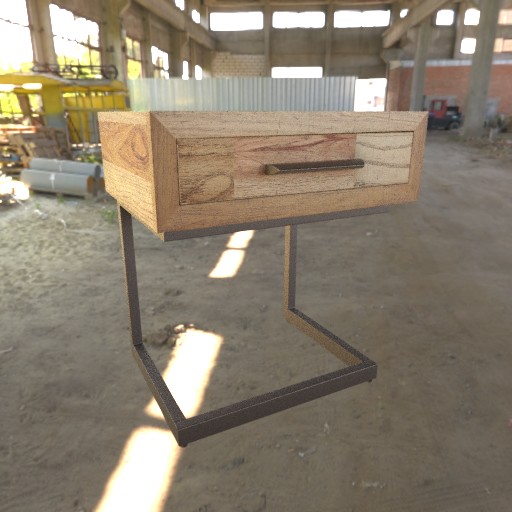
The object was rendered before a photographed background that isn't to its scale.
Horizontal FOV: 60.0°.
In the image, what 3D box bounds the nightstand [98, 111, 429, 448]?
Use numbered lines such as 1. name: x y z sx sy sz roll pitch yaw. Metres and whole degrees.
1. nightstand: 0.000 0.000 1.018 0.558 0.632 0.481 -9 20 -26
